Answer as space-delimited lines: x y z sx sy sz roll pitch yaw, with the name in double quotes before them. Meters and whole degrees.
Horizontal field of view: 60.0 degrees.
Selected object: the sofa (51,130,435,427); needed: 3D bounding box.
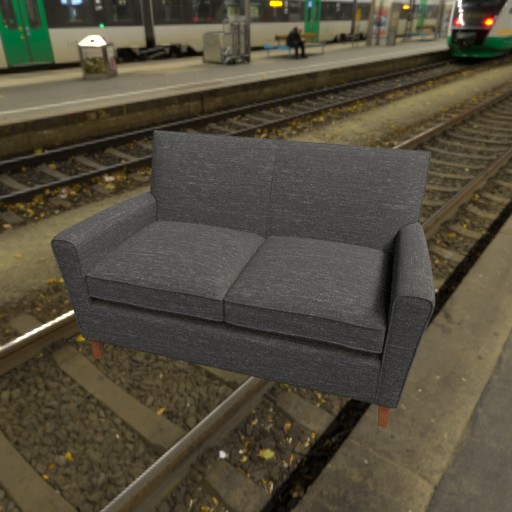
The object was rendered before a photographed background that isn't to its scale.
"sofa" 0.000 0.000 1.972 1.420 0.846 0.875 9 30 15
